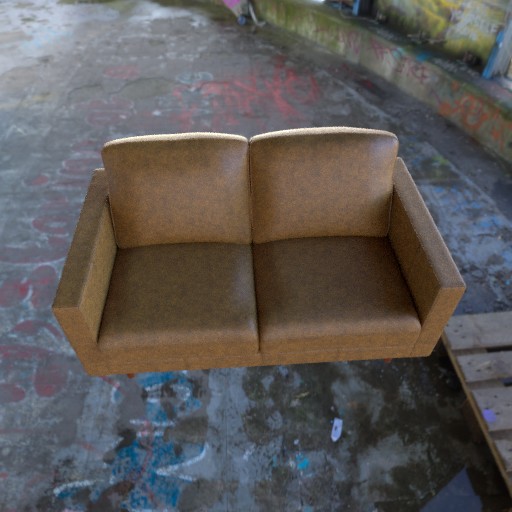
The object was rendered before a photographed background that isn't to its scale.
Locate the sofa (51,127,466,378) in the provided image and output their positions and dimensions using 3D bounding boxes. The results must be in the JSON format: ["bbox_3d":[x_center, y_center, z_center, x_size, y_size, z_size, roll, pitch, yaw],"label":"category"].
[{"bbox_3d":[0.000,0.000,2.102,1.578,0.951,0.909,-3,47,-3],"label":"sofa"}]
